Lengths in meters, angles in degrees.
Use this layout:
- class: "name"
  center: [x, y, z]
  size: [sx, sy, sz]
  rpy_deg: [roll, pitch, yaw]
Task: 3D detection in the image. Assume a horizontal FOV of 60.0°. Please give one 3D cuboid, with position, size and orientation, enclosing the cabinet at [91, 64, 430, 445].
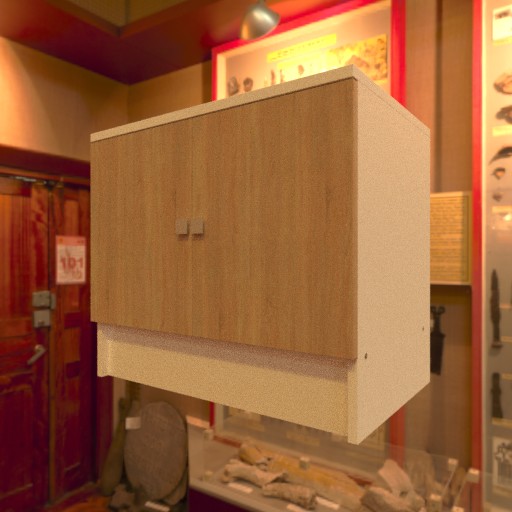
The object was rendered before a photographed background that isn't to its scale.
- class: "cabinet"
  center: [0.000, 0.000, 0.930]
  size: [0.600, 0.522, 0.400]
  rpy_deg: [0, 0, 36]
